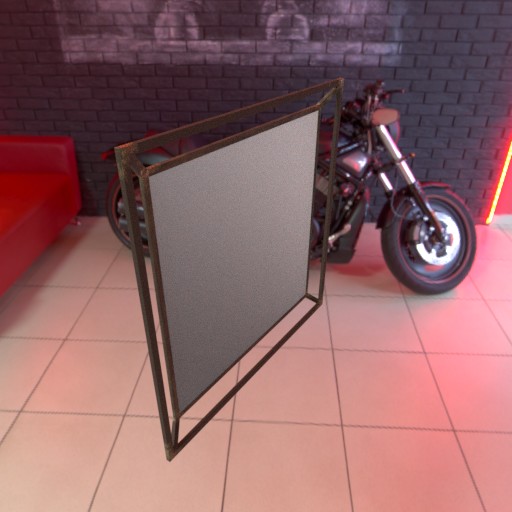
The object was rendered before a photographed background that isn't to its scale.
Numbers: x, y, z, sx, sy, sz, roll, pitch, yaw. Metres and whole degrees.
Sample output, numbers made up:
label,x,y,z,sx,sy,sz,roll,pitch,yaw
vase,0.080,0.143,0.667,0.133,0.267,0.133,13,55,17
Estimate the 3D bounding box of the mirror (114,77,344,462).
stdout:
label,x,y,z,sx,sy,sz,roll,pitch,yaw
mirror,0.000,0.000,0.910,0.032,0.610,0.610,20,36,30
